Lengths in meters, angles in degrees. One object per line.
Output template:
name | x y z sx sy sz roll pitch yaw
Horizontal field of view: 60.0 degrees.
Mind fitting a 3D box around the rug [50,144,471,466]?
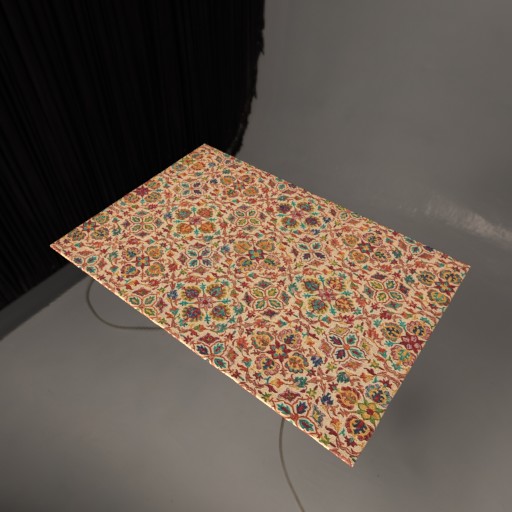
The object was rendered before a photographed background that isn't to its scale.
rug | 0.000 0.000 2.904 2.297 0.018 1.541 29 54 25
